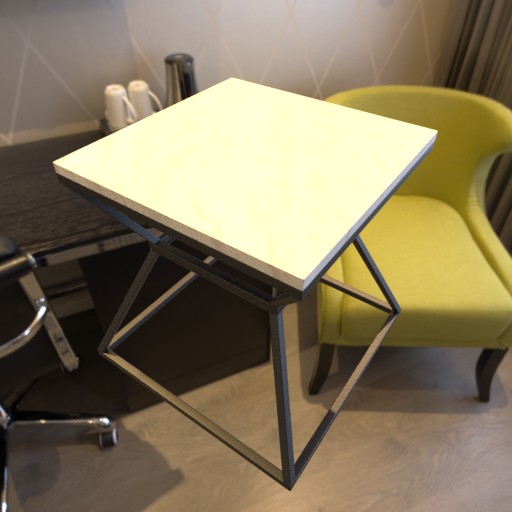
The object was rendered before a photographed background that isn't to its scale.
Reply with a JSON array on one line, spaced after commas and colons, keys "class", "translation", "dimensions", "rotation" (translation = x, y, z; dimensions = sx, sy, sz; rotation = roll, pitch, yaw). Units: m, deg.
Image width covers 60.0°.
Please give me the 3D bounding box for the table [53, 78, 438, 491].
[{"class": "table", "translation": [0.000, 0.000, 0.793], "dimensions": [0.455, 0.431, 0.455], "rotation": [25, 47, 26]}]
